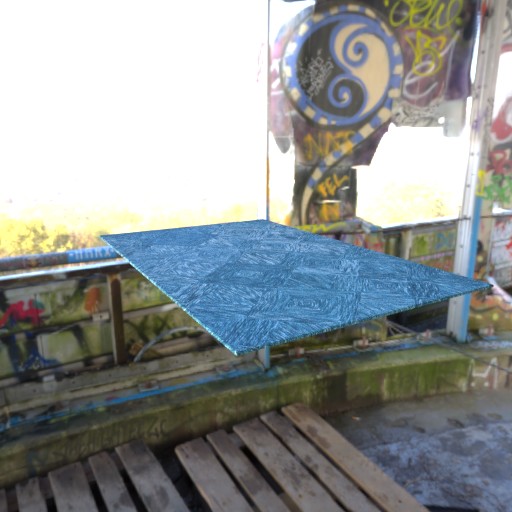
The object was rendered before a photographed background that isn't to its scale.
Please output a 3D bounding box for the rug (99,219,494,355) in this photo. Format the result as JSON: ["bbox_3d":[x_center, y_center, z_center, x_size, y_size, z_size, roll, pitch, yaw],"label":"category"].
[{"bbox_3d":[0.000,0.000,2.852,1.490,0.015,2.277,-8,17,-29],"label":"rug"}]
